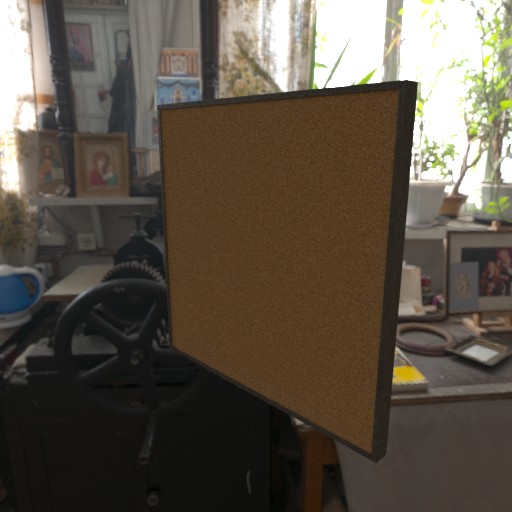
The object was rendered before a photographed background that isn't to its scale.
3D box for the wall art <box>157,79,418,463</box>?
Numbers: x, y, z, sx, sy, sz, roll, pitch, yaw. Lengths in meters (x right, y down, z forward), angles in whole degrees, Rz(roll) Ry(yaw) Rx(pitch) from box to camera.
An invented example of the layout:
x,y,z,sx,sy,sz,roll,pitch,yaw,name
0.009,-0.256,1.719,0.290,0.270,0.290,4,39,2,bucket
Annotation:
x,y,z,sx,sy,sz,roll,pitch,yaw,name
0.000,0.000,1.112,0.758,0.758,0.039,14,20,43,wall art
